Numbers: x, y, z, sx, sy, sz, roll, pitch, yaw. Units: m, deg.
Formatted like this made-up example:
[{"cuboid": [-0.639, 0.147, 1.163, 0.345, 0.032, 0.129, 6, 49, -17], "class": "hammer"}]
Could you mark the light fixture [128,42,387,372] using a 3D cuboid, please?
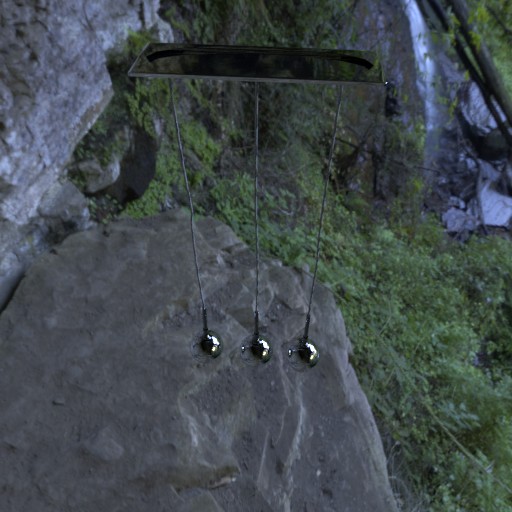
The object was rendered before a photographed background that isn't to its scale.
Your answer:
[{"cuboid": [0.000, 0.000, 1.615, 0.623, 1.408, 0.188, 4, 46, 4], "class": "light fixture"}]
